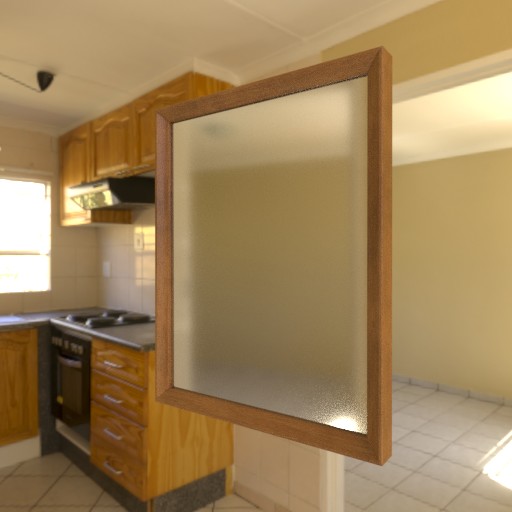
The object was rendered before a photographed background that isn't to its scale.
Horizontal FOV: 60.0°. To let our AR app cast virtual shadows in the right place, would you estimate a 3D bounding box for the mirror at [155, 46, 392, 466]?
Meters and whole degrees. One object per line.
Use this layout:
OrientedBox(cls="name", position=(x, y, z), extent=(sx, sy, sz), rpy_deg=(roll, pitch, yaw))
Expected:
OrientedBox(cls="mirror", position=(0.000, 0.000, 0.670), extent=(0.406, 0.509, 0.041), rpy_deg=(0, 0, 36))
